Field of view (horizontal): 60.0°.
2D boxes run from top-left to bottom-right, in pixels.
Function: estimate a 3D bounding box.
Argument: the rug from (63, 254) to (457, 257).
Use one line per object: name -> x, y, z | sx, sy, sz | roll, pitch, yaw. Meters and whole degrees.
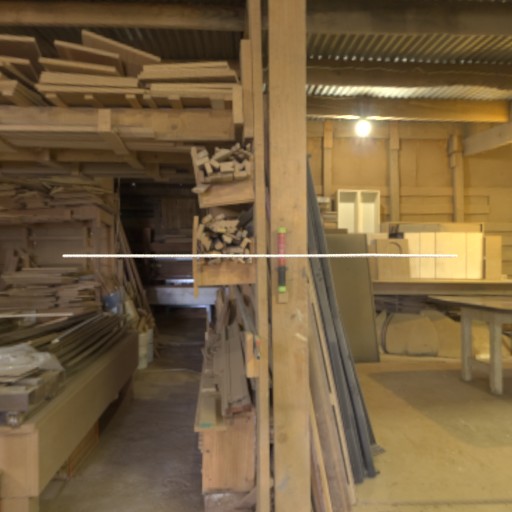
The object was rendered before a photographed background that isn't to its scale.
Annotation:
rug -> 0.000, 0.000, 2.286 | 1.232, 0.015, 1.825 | 0, 0, -1
